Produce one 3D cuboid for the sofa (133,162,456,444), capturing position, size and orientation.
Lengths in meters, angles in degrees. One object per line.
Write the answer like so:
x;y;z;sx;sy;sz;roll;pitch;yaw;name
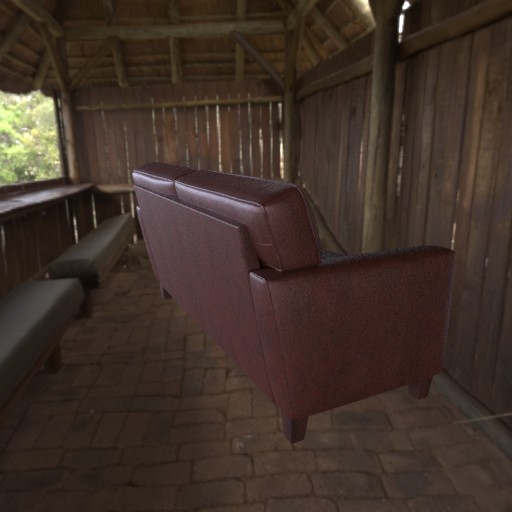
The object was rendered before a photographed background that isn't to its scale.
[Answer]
0.000;0.000;2.348;0.912;0.928;1.876;-7;16;-26;sofa
